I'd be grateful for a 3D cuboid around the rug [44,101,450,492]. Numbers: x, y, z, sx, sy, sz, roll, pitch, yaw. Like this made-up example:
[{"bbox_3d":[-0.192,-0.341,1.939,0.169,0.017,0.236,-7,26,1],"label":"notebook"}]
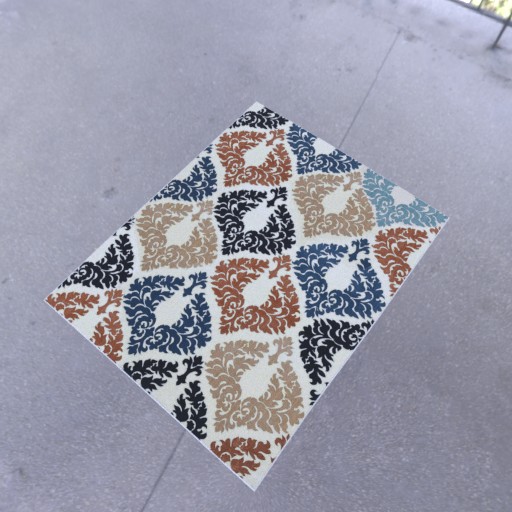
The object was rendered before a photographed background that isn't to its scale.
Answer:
[{"bbox_3d":[0.000,0.000,4.128,2.423,0.014,3.040,36,69,16],"label":"rug"}]
